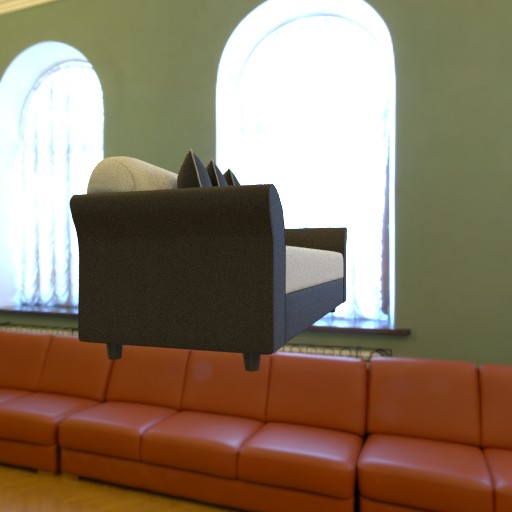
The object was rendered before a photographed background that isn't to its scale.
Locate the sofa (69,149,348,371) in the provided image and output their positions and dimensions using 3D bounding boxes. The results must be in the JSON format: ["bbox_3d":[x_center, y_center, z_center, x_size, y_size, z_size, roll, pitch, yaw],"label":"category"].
[{"bbox_3d":[0.000,0.000,2.418,0.755,0.787,2.001,0,-1,18],"label":"sofa"}]
